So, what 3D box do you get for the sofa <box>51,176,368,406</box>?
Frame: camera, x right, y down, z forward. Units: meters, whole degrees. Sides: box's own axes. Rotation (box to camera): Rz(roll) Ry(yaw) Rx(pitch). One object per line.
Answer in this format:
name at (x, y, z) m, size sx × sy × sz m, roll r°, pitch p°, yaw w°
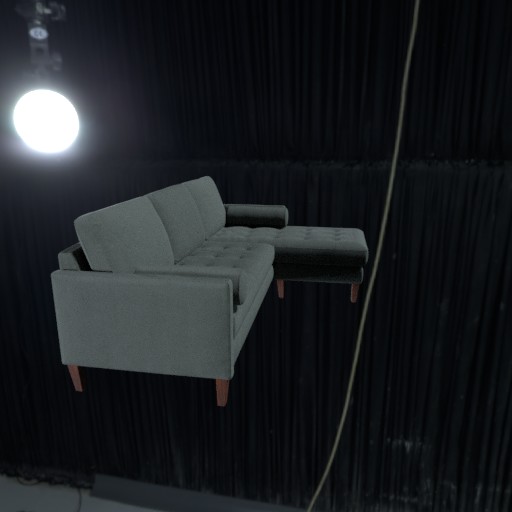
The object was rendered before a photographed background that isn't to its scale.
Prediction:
sofa at (0.000, 0.000, 2.928) m, size 1.506 × 0.876 × 2.178 m, roll 3°, pitch 15°, yaw 10°
